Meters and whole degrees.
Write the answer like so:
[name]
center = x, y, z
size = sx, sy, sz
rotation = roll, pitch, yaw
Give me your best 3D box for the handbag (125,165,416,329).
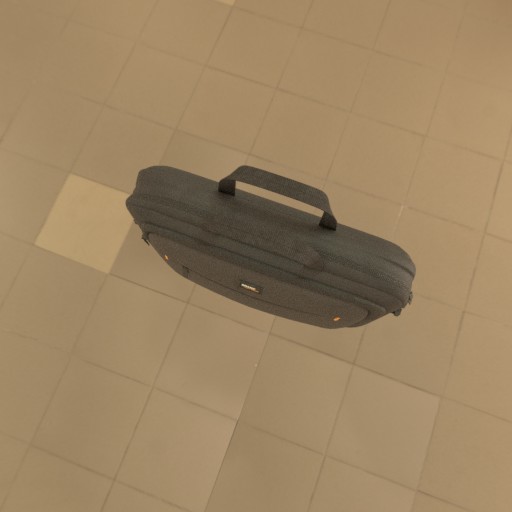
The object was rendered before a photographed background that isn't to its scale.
[handbag]
center = 0.000, 0.000, 0.442
size = 0.320, 0.244, 0.089
rotation = 19, 77, 5
